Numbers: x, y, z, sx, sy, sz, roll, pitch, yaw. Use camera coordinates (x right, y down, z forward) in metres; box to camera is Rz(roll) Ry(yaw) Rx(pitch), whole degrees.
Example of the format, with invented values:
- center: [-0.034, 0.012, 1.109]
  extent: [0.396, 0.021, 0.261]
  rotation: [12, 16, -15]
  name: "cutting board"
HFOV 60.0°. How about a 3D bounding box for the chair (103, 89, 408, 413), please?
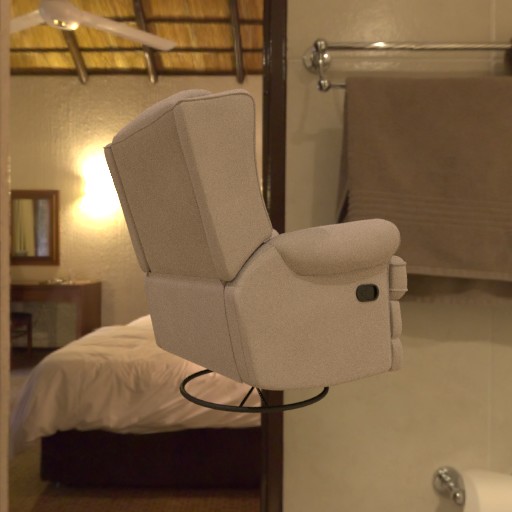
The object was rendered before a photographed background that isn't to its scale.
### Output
- center: [0.000, 0.000, 1.710]
  extent: [0.969, 1.011, 0.847]
  rotation: [0, 1, -36]
  name: "chair"
